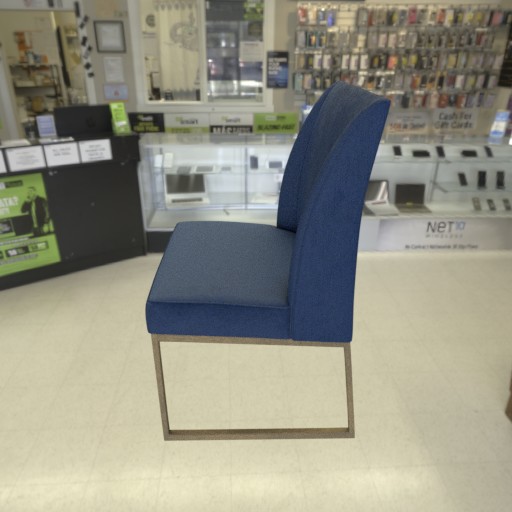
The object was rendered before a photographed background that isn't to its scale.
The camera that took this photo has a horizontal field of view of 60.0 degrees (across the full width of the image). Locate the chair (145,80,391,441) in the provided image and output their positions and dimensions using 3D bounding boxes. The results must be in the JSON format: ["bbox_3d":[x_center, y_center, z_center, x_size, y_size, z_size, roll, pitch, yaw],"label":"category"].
[{"bbox_3d":[0.000,0.000,1.212,0.522,0.863,0.508,0,26,-1],"label":"chair"}]
